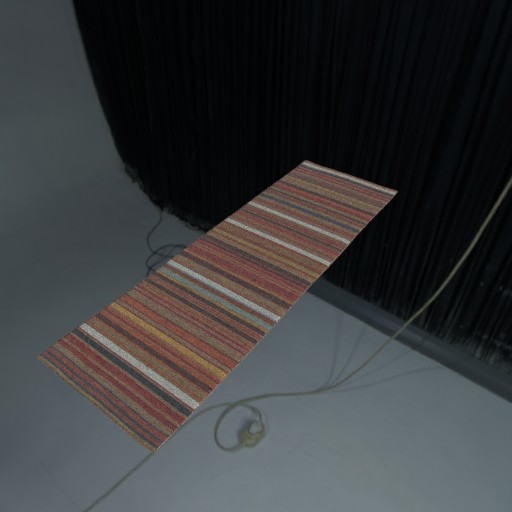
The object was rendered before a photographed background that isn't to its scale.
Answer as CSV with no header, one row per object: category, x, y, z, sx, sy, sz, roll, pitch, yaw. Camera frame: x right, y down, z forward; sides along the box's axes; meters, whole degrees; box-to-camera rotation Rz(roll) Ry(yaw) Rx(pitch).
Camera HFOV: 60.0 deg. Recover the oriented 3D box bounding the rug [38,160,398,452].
rug,0.000,0.000,2.674,0.799,0.030,2.444,25,46,27
